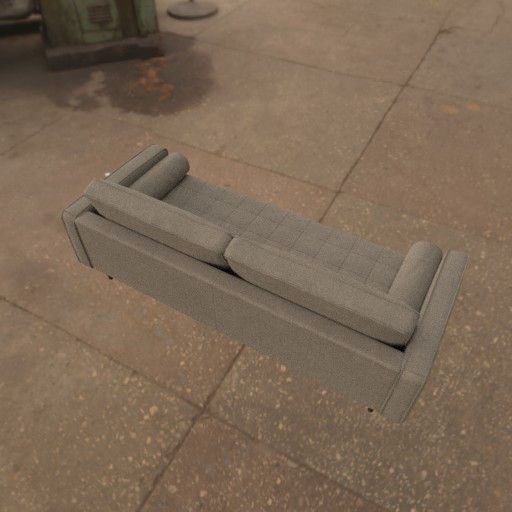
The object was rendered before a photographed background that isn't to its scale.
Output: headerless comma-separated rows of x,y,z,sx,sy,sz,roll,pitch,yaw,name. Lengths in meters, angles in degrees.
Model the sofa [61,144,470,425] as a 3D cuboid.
0.000,0.000,2.653,2.211,0.762,0.914,23,51,20,sofa
